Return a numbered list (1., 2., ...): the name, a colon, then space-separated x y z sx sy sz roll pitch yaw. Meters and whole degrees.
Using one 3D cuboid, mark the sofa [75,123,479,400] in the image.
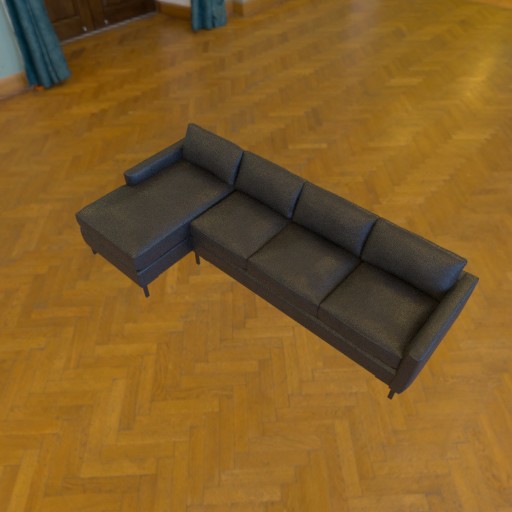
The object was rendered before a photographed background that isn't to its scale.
1. sofa: 0.000 0.000 3.621 2.993 0.859 1.471 32 55 27
